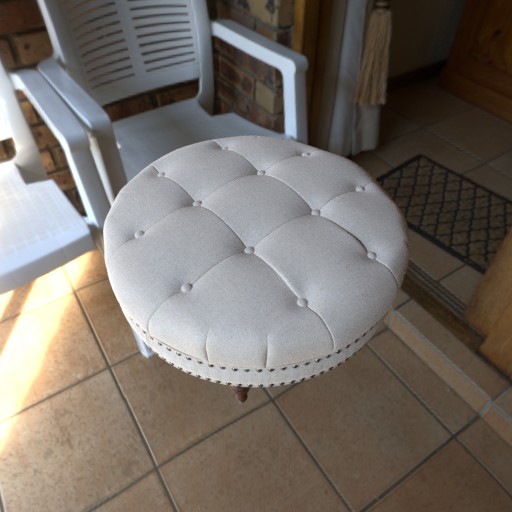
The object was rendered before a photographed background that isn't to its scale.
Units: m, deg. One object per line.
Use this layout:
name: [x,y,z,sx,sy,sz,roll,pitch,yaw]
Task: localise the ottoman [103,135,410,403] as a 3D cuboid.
ottoman: [0.000,0.000,1.484,0.940,0.483,0.940,0,46,0]
